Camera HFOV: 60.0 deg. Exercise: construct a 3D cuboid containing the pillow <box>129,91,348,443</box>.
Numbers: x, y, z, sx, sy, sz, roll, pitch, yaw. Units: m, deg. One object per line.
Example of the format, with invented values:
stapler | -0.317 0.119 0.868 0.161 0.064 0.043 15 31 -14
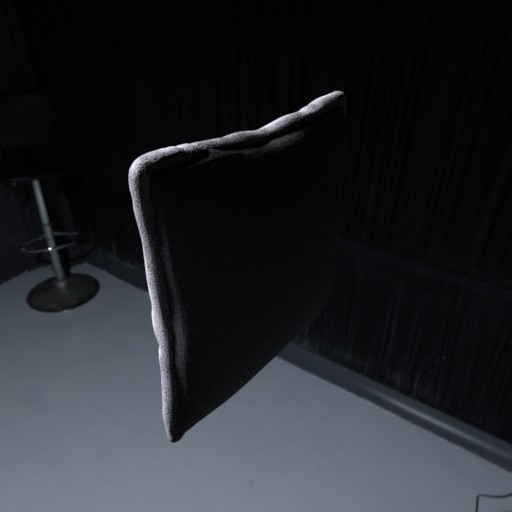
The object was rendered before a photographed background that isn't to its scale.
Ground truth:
pillow | 0.000 0.000 0.827 0.204 0.520 0.522 22 37 32
